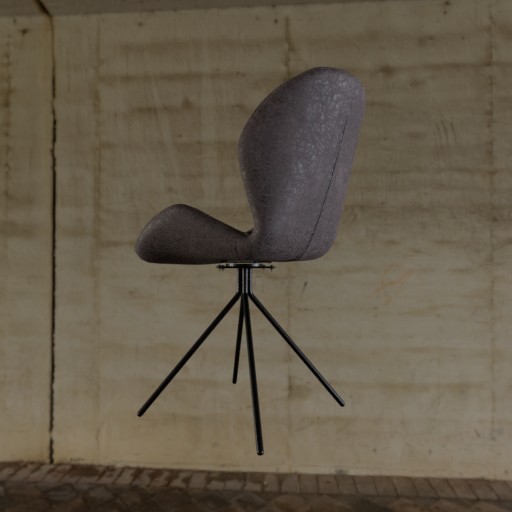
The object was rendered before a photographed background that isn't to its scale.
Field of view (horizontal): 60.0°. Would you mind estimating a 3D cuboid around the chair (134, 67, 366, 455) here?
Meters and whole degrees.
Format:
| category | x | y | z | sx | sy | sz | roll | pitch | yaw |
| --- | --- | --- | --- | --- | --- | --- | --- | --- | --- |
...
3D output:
| category | x | y | z | sx | sy | sz | roll | pitch | yaw |
| --- | --- | --- | --- | --- | --- | --- | --- | --- | --- |
| chair | 0.000 | 0.000 | 1.311 | 0.640 | 0.934 | 0.527 | -1 | -1 | 37 |
